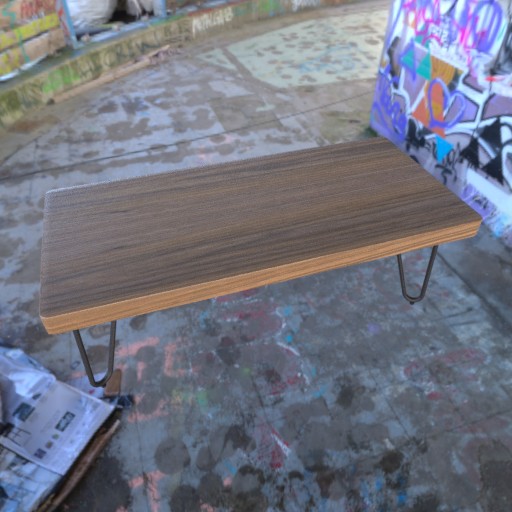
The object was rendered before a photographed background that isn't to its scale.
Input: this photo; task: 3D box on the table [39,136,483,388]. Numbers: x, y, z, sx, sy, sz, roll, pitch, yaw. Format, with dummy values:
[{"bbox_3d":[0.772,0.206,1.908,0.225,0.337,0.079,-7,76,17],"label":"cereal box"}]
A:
[{"bbox_3d":[0.000,0.000,1.666,1.375,0.468,0.637,-12,42,-14],"label":"table"}]
